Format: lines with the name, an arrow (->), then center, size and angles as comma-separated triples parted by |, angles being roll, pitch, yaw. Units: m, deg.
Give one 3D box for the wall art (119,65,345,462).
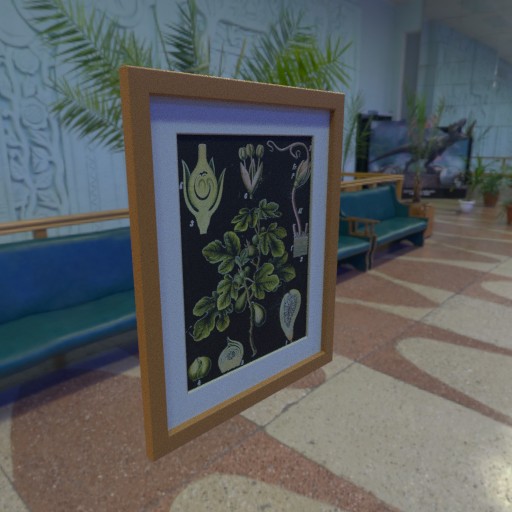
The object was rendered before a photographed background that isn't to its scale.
wall art -> 0.000, 0.000, 0.756 | 0.452, 0.553, 0.022 | -14, 20, -43
